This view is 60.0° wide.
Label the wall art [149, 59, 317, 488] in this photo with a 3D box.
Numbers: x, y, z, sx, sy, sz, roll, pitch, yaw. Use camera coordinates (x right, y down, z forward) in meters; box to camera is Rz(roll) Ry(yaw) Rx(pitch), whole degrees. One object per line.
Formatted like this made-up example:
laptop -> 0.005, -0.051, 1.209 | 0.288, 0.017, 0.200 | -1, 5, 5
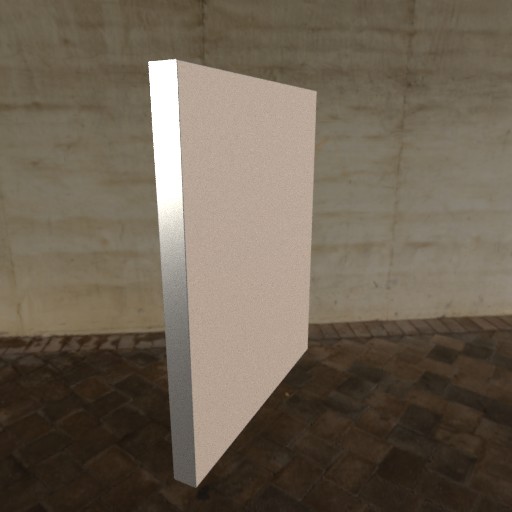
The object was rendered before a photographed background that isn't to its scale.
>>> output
wall art -> 0.000, 0.000, 0.743 | 0.038, 0.549, 0.452 | 8, 18, 25
